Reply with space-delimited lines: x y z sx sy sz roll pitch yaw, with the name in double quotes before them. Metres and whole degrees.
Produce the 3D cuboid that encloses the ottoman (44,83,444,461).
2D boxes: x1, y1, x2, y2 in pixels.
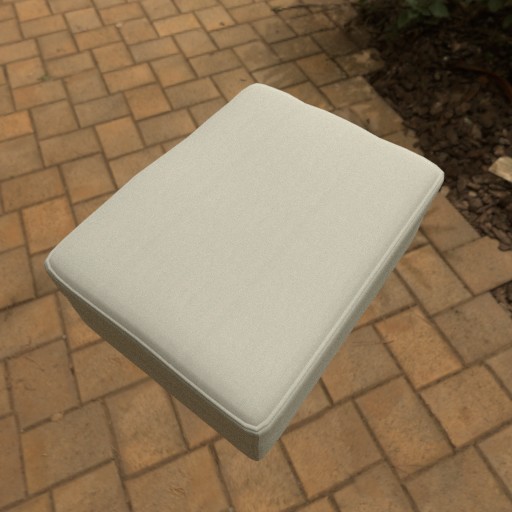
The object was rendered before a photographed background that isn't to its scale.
"ottoman" 0.000 0.000 1.208 0.634 0.496 0.818 32 63 19
